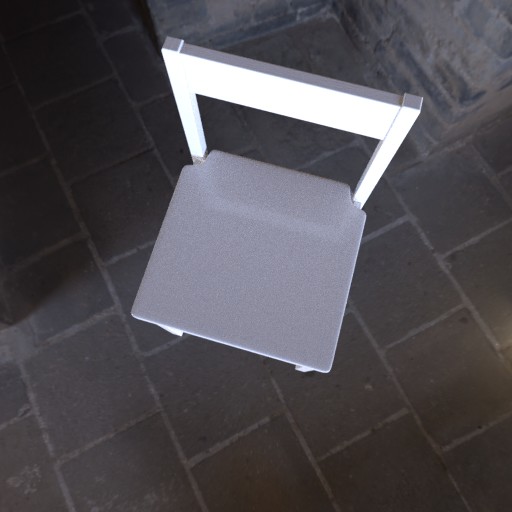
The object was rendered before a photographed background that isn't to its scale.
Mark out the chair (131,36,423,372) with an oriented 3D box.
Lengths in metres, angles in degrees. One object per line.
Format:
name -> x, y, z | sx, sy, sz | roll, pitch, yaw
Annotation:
chair -> 0.000, 0.000, 0.867 | 0.367, 0.668, 0.361 | 15, 75, 4
